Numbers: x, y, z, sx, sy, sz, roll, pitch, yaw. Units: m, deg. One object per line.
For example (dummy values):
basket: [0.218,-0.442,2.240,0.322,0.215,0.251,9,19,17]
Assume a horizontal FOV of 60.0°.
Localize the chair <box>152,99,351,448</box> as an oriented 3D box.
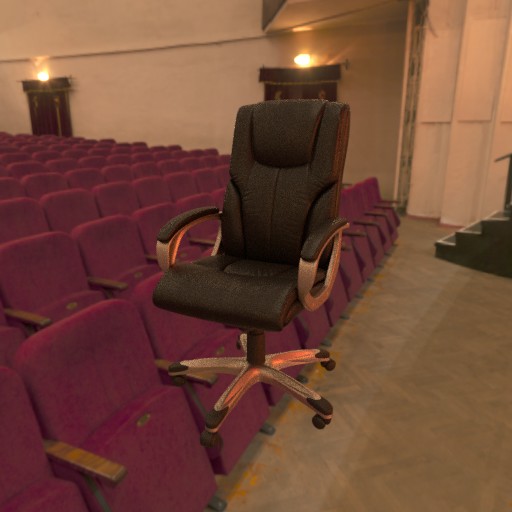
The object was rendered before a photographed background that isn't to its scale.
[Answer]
chair: [0.000,0.000,1.659,0.700,1.145,0.780,7,18,25]
